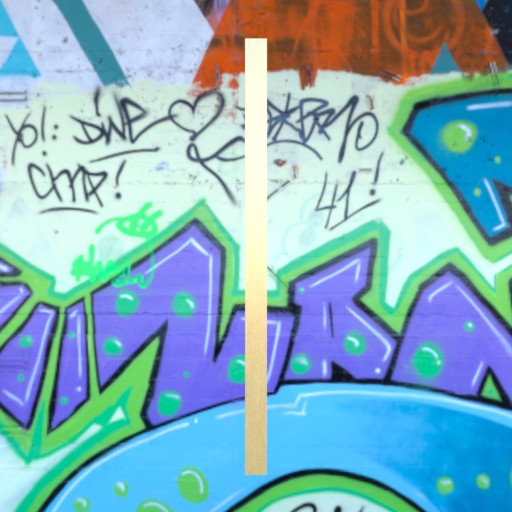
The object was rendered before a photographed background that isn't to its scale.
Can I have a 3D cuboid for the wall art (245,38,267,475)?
[{"bbox_3d":[0.000,0.000,2.933,0.097,1.936,1.935,0,0,0],"label":"wall art"}]
